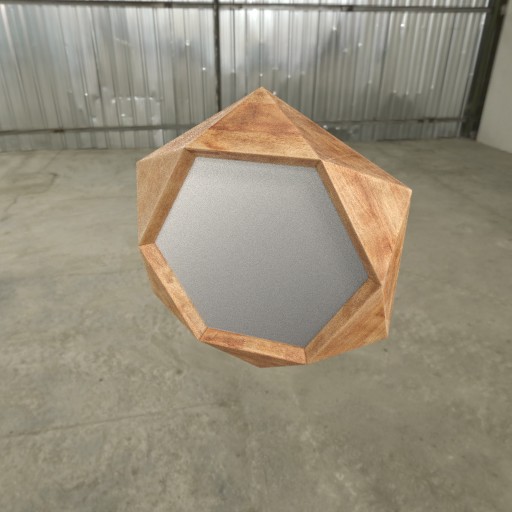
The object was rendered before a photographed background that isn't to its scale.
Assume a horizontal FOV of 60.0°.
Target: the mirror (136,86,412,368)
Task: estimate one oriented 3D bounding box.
[{"bbox_3d":[0.000,0.000,1.095,0.675,0.779,0.091,9,29,17],"label":"mirror"}]
